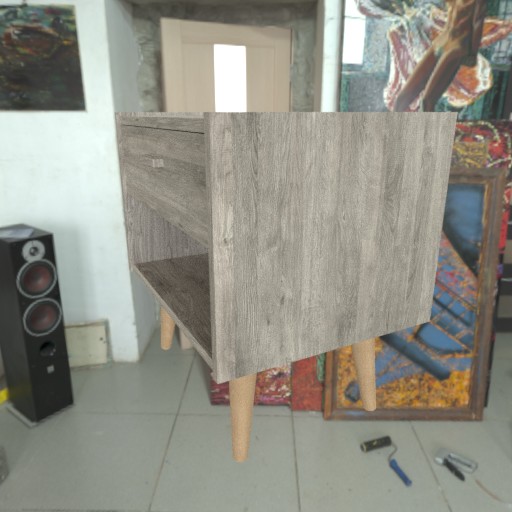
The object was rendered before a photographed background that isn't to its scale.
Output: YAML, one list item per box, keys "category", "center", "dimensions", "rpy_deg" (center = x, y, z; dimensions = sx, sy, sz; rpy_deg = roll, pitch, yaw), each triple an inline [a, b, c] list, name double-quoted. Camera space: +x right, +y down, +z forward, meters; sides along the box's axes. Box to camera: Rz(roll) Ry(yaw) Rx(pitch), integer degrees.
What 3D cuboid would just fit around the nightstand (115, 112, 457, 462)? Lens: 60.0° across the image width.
- category: "nightstand"
  center: [0.000, 0.000, 0.810]
  dimensions: [0.380, 0.500, 0.480]
  rpy_deg: [-9, 20, -26]
